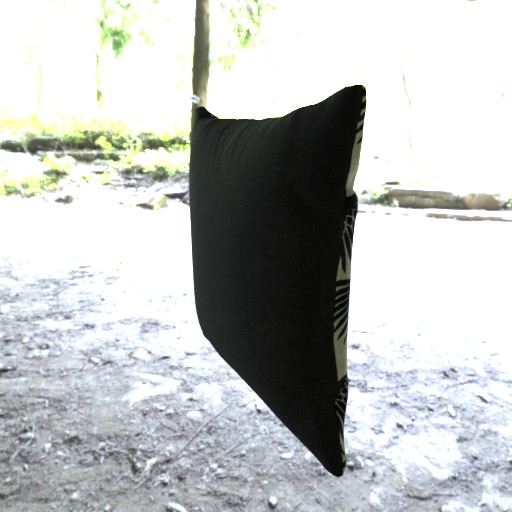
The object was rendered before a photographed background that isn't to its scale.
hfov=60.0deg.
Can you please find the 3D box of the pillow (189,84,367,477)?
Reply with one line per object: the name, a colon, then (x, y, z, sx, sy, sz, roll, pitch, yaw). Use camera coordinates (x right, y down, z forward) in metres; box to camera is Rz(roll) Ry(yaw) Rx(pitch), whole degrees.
pillow: (0.000, 0.000, 0.644, 0.139, 0.432, 0.432, -8, 17, -26)
